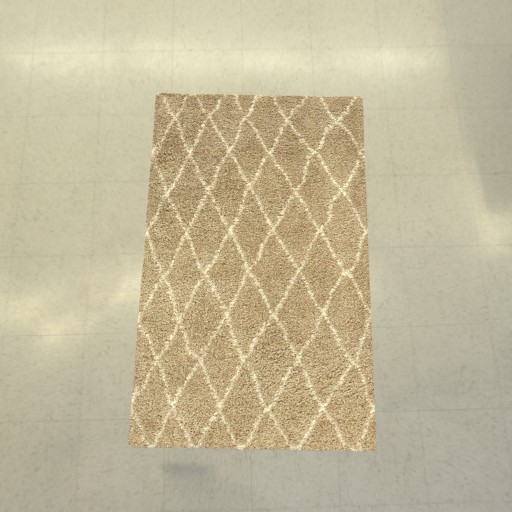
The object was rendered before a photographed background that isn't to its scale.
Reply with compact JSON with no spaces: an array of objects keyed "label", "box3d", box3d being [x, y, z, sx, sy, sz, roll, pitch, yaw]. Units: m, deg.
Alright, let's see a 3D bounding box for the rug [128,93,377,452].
[{"label":"rug","box3d":[0.000,0.000,2.994,1.524,0.030,2.438,1,77,0]}]
